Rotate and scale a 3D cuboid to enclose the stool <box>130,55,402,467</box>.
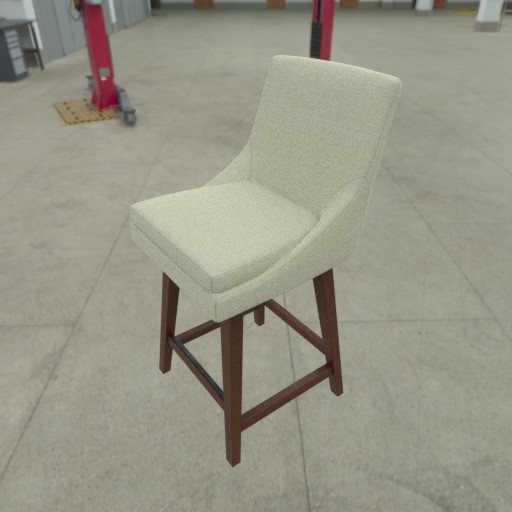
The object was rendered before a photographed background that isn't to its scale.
[{"bbox_3d":[0.000,0.000,1.281,0.559,0.991,0.469,-22,38,-30],"label":"stool"}]
